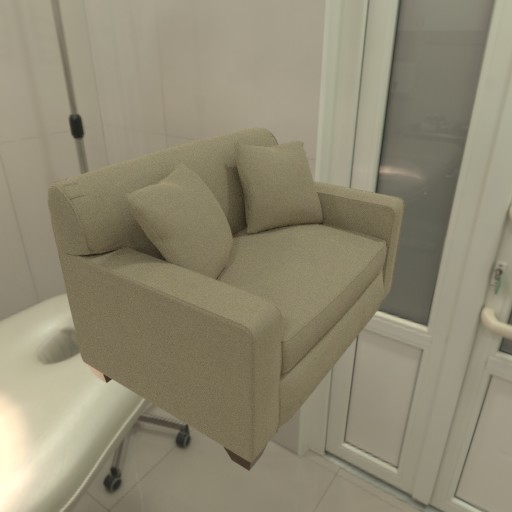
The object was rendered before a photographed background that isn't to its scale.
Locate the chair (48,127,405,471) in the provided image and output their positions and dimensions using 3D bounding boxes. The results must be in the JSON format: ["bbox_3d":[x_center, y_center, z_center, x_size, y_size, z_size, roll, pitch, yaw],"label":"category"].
[{"bbox_3d":[0.000,0.000,2.080,1.000,0.948,1.383,17,32,31],"label":"chair"}]
